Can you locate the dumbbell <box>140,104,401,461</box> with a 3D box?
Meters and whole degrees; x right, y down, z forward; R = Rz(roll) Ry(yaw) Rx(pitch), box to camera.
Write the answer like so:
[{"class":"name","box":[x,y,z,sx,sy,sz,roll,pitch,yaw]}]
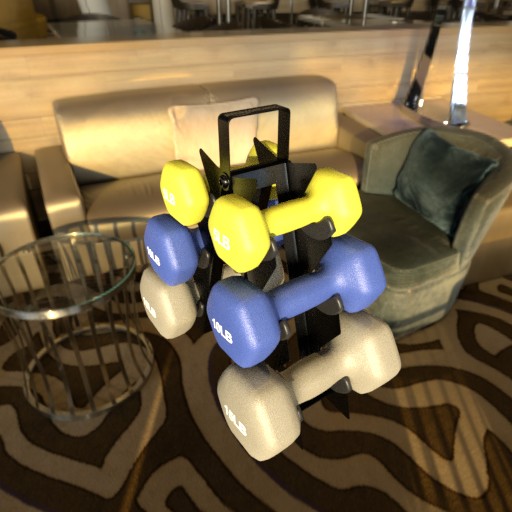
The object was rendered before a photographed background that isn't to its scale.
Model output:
[{"class":"dumbbell","box":[0.000,0.000,0.664,0.261,0.426,0.416,-20,37,-29]}]
